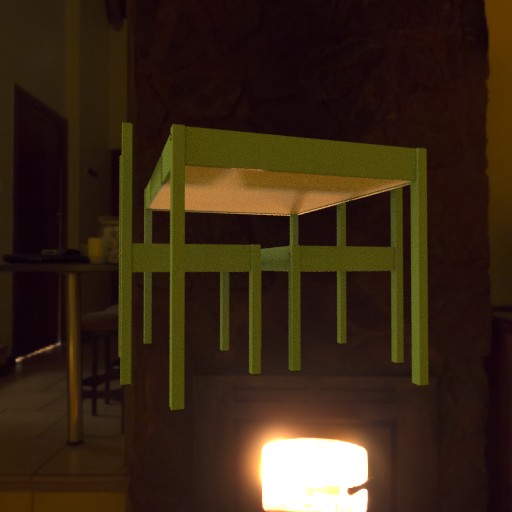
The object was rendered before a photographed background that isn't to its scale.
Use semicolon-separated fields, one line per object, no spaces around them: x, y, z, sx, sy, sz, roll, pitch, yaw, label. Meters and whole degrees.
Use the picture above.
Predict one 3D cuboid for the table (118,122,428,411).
0.000;0.000;1.075;0.633;0.503;0.639;0;-1;-18;table
